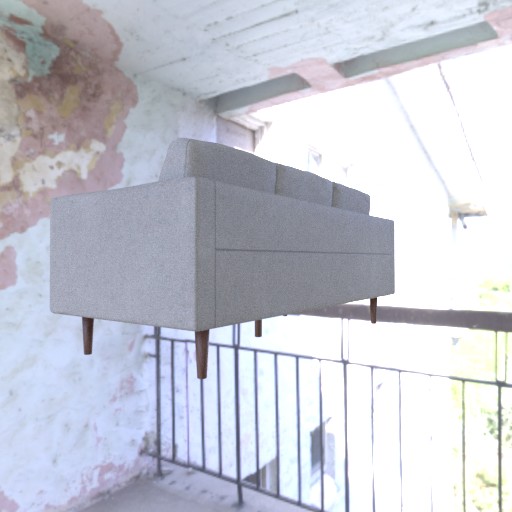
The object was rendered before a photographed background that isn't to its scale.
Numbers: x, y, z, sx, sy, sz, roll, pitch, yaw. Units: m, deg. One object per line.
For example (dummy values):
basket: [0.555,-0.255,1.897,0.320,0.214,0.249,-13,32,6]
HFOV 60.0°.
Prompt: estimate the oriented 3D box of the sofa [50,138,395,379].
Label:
sofa: [0.000,0.000,2.525,0.944,0.918,1.983,0,-1,36]
